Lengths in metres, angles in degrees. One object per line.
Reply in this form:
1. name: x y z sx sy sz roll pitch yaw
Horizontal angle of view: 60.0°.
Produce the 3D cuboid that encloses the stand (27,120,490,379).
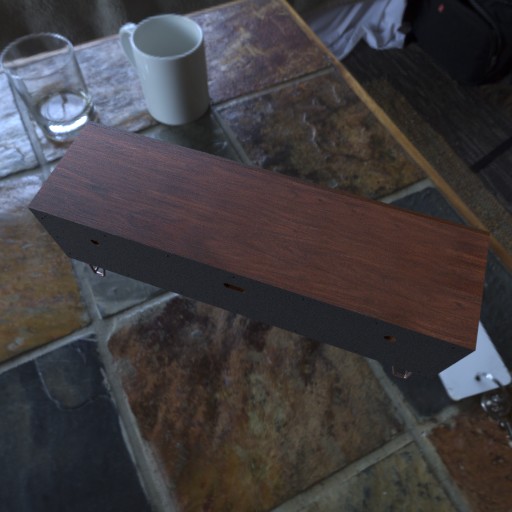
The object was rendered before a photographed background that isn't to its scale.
1. stand: 0.000 0.000 1.888 1.626 0.610 0.481 17 64 9
